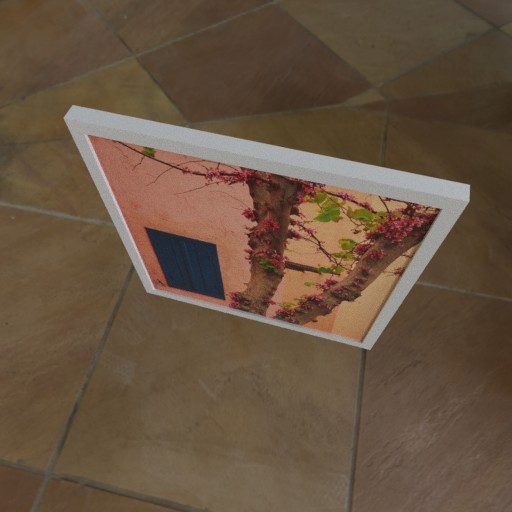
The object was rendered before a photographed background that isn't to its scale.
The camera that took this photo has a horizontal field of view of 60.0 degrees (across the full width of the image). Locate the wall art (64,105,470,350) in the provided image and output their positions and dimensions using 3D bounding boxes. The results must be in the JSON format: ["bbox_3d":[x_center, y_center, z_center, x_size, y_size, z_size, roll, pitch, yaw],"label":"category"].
[{"bbox_3d":[0.000,0.000,1.141,0.762,0.762,0.038,13,60,8],"label":"wall art"}]
